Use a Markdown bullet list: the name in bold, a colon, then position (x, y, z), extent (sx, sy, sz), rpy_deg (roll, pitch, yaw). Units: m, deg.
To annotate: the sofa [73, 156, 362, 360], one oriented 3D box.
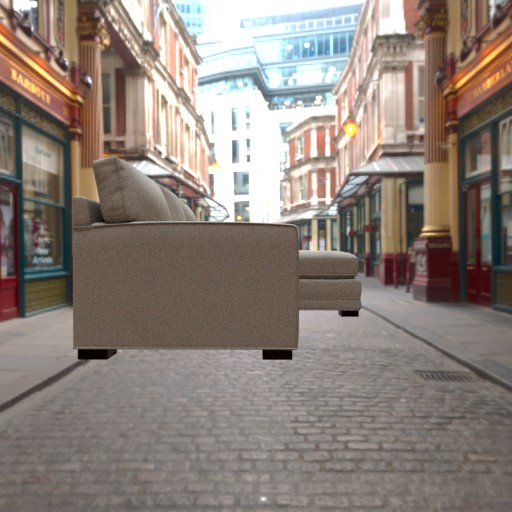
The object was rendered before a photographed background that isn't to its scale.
- **sofa**: position (0.000, 0.000, 2.846), extent (1.496, 0.861, 2.087), rpy_deg (0, 0, 0)
